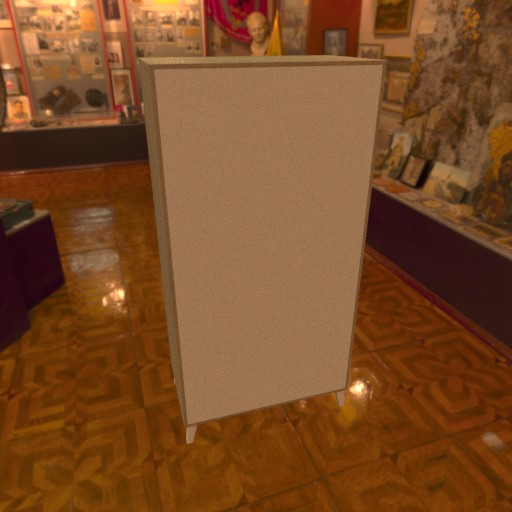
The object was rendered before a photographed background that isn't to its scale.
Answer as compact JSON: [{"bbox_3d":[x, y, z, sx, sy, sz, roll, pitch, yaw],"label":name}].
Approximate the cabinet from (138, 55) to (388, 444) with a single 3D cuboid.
[{"bbox_3d":[0.000,0.000,2.459,1.006,1.999,0.571,-8,28,-15],"label":"cabinet"}]
